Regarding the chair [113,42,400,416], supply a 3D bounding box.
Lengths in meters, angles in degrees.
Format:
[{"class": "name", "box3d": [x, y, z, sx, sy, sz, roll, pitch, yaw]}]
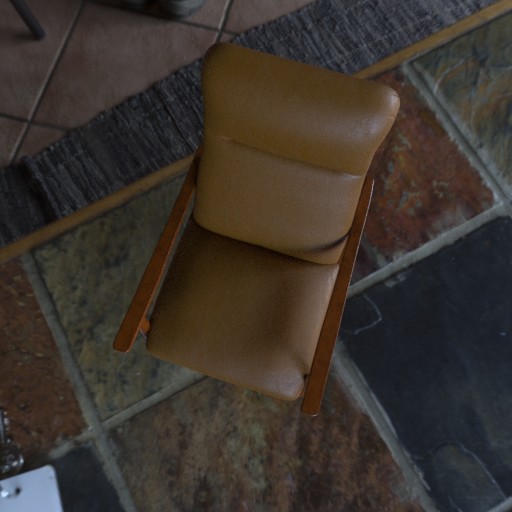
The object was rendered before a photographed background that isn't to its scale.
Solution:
[{"class": "chair", "box3d": [0.000, 0.000, 1.757, 0.762, 1.082, 1.014, 17, 76, 4]}]
